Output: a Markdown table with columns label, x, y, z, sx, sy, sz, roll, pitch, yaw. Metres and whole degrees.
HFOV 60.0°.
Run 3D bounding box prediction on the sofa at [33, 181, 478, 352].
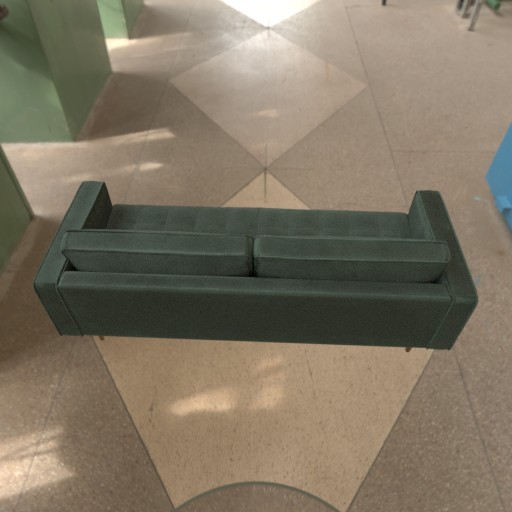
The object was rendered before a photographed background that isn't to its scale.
| label | x | y | z | sx | sy | sz | roll | pitch | yaw |
| --- | --- | --- | --- | --- | --- | --- | --- | --- | --- |
| sofa | 0.000 | 0.000 | 2.577 | 2.214 | 0.781 | 0.886 | 2 | 47 | 2 |
